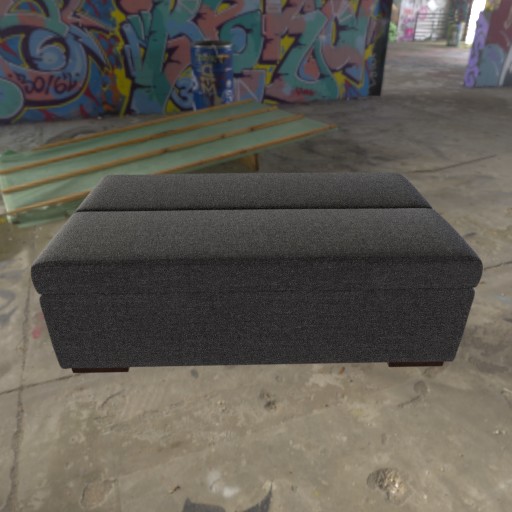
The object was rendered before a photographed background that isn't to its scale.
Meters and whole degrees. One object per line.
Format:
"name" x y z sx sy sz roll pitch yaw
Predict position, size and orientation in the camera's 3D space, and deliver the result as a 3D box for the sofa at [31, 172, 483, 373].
"sofa" 0.000 0.000 1.583 1.198 0.417 0.782 -1 29 -1
